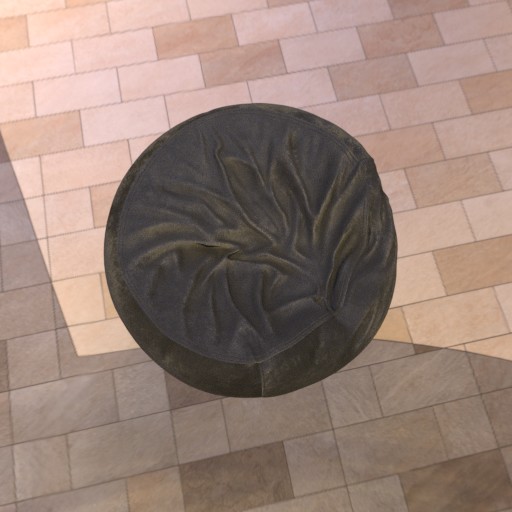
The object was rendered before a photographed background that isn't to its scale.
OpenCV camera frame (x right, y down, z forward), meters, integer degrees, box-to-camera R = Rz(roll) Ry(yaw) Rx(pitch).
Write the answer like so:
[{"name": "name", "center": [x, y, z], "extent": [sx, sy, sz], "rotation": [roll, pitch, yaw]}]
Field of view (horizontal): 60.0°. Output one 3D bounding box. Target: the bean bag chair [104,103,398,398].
[{"name": "bean bag chair", "center": [0.000, 0.000, 1.487], "extent": [0.918, 0.605, 0.918], "rotation": [0, 74, 0]}]
